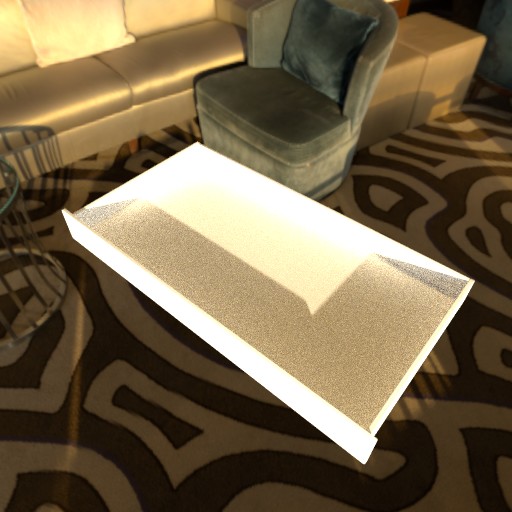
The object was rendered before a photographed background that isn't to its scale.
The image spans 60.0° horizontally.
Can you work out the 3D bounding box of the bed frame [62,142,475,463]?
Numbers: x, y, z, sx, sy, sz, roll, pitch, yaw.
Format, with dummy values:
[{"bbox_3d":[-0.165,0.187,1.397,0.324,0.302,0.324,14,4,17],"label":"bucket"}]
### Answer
[{"bbox_3d":[0.000,0.000,1.557,1.300,0.141,0.670,32,54,27],"label":"bed frame"}]
